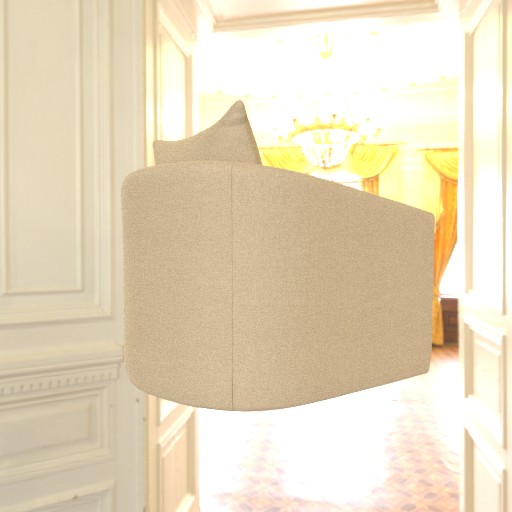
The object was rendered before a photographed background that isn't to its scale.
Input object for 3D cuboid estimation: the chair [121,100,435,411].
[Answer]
[{"bbox_3d":[0.000,0.000,1.567,0.910,0.848,0.845,0,1,-36],"label":"chair"}]
